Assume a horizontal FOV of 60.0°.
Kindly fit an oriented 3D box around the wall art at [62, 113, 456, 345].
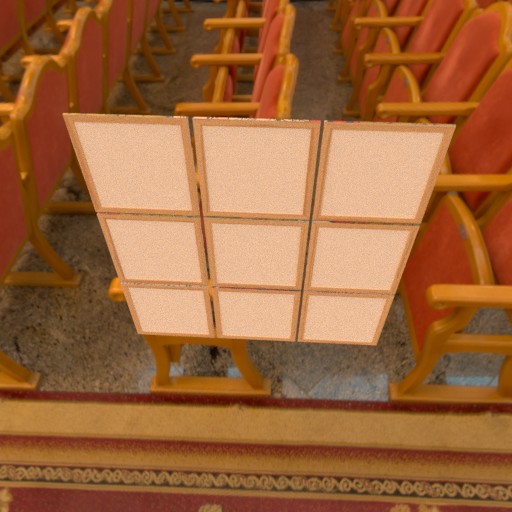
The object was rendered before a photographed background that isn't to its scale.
[{"bbox_3d":[0.000,0.000,2.268,1.519,1.534,0.013,2,47,2],"label":"wall art"}]
